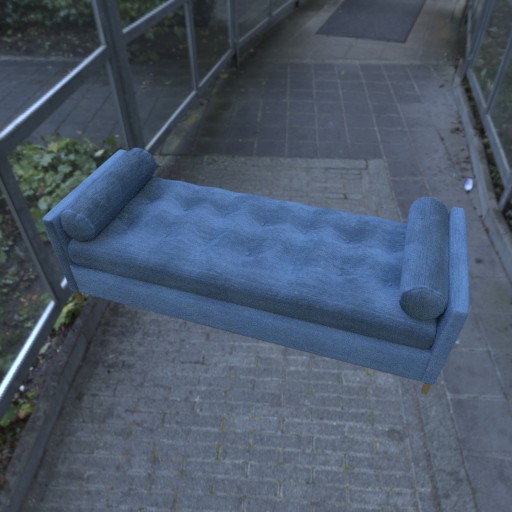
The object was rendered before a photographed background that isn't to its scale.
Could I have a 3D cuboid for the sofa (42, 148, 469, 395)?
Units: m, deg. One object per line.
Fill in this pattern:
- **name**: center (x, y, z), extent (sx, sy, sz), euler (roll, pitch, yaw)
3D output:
- **sofa**: center (0.000, 0.000, 2.506), extent (2.102, 0.705, 0.796), euler (12, 43, 13)
